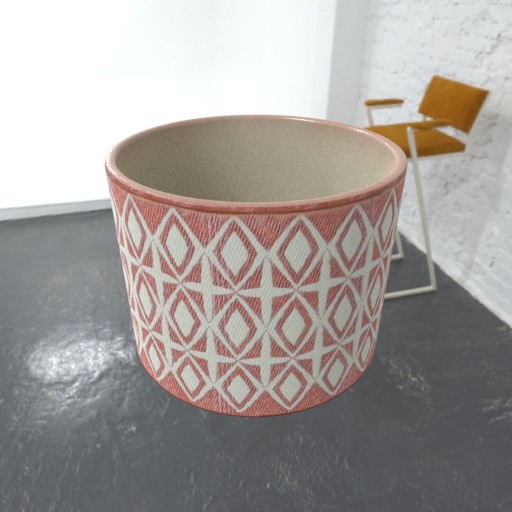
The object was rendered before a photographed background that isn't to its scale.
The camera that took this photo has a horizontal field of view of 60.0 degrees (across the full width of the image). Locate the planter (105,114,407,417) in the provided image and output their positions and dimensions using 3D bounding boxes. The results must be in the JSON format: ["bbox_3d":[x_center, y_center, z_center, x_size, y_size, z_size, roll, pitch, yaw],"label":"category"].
[{"bbox_3d":[0.000,0.000,0.475,0.273,0.237,0.273,0,30,0],"label":"planter"}]
